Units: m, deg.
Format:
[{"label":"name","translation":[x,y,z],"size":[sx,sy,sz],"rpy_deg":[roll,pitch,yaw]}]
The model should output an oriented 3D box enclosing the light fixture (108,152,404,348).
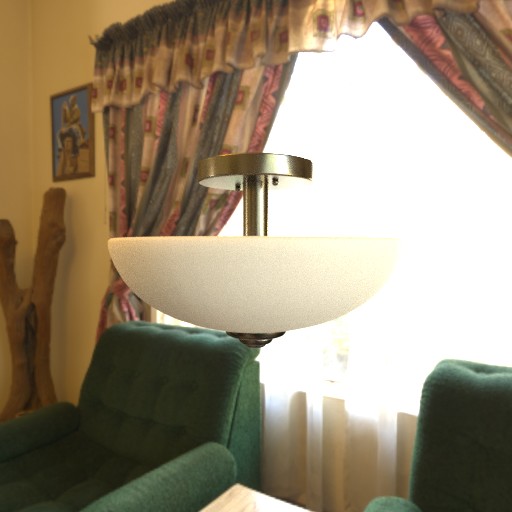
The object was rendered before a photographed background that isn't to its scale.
[{"label":"light fixture","translation":[0.000,0.000,0.520],"size":[0.330,0.214,0.330],"rpy_deg":[0,1,0]}]
